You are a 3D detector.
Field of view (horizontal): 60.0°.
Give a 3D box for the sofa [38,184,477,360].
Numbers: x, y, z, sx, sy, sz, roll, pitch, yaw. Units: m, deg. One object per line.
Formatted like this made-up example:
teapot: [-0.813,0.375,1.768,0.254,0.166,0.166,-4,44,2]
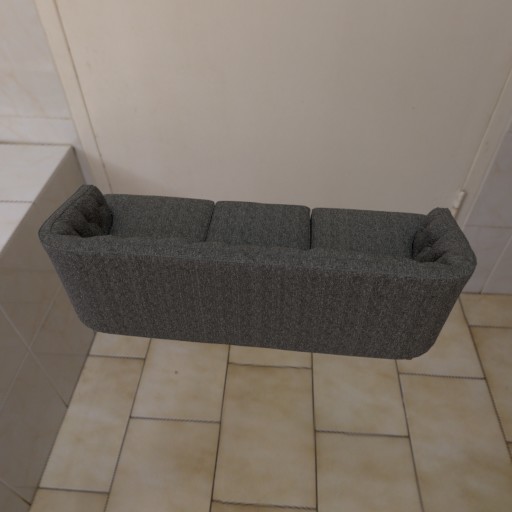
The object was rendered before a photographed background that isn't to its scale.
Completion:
sofa: [0.000,0.000,2.722,2.278,0.855,0.941,4,46,4]
